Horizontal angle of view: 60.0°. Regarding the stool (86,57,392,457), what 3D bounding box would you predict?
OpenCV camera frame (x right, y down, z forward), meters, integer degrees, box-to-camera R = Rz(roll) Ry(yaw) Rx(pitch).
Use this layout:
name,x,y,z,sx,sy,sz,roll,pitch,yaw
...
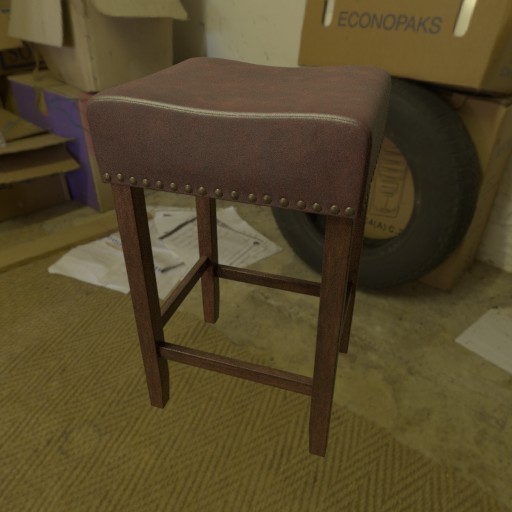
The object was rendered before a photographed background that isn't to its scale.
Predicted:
name,x,y,z,sx,sy,sz,roll,pitch,yaw
stool,0.000,0.000,1.008,0.465,0.769,0.401,10,34,15
